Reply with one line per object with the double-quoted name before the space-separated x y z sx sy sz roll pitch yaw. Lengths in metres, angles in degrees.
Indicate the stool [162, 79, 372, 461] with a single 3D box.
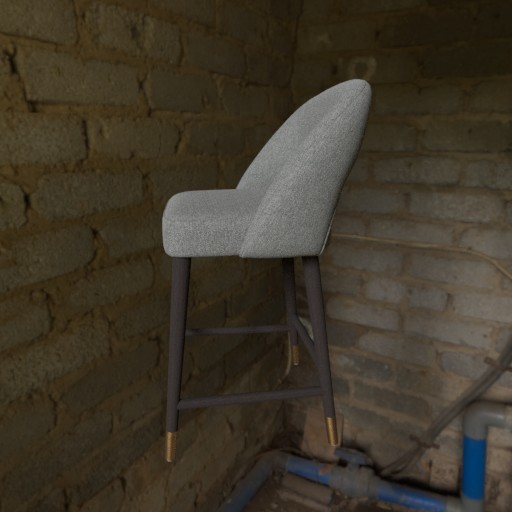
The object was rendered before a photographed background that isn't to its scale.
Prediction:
"stool" 0.000 0.000 1.244 0.524 0.925 0.536 -2 15 -8
